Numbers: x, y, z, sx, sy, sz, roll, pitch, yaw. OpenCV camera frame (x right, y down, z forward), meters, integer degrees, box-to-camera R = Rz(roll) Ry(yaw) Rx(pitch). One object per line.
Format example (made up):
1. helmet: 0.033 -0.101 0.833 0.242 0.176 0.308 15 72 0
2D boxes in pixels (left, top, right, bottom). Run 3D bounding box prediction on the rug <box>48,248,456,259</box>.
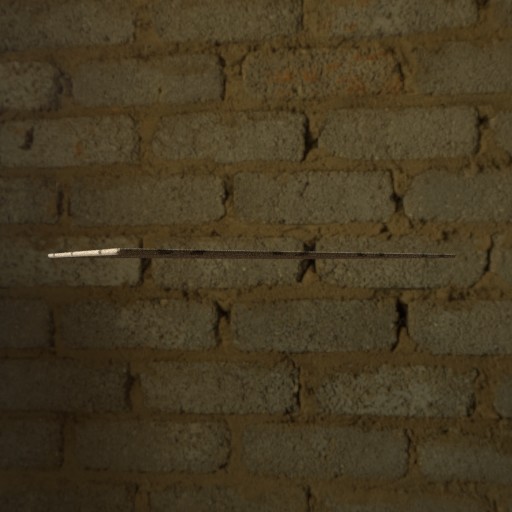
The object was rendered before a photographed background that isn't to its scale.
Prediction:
1. rug: 0.000 0.000 3.009 2.348 0.024 1.501 1 -1 -35
